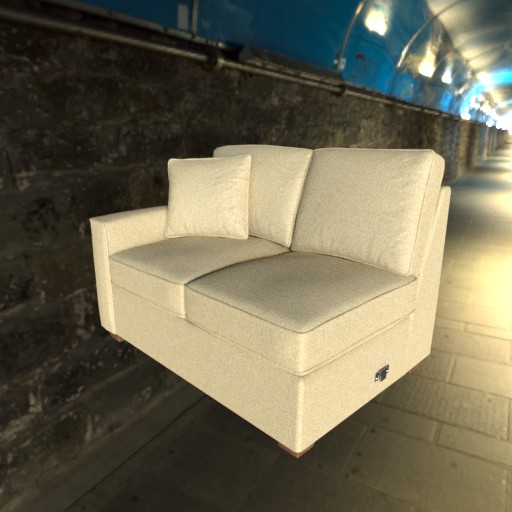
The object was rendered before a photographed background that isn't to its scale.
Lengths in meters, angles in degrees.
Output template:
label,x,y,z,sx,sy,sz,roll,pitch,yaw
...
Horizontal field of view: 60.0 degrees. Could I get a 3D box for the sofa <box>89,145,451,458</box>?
label,x,y,z,sx,sy,sz,roll,pitch,yaw
sofa,0.000,0.000,2.067,0.991,0.989,1.388,-15,22,-43
